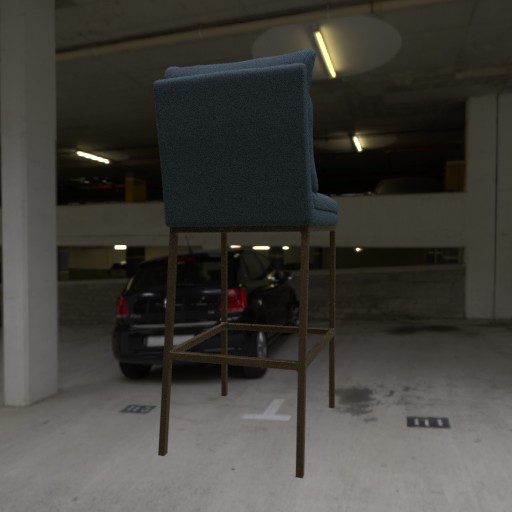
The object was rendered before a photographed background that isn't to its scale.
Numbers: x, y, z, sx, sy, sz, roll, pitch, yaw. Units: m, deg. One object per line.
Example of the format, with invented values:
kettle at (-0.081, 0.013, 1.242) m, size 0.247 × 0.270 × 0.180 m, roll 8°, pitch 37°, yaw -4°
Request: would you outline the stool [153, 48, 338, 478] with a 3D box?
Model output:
stool at (0.000, 0.000, 1.437) m, size 0.463 × 1.124 × 0.568 m, roll 0°, pitch 2°, yaw 17°
